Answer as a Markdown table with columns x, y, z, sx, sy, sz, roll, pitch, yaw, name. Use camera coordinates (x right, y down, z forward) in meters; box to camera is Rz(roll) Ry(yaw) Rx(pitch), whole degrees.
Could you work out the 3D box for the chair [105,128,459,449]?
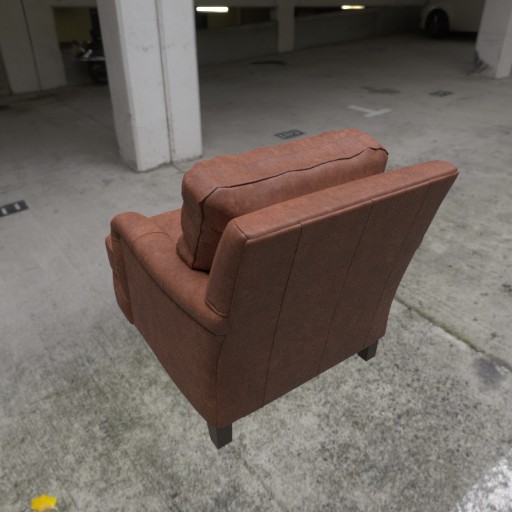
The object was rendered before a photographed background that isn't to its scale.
| x | y | z | sx | sy | sz | roll | pitch | yaw | name |
| --- | --- | --- | --- | --- | --- | --- | --- | --- | --- |
| 0.000 | 0.000 | 1.895 | 0.986 | 1.055 | 1.158 | -20 | 35 | -30 | chair |
